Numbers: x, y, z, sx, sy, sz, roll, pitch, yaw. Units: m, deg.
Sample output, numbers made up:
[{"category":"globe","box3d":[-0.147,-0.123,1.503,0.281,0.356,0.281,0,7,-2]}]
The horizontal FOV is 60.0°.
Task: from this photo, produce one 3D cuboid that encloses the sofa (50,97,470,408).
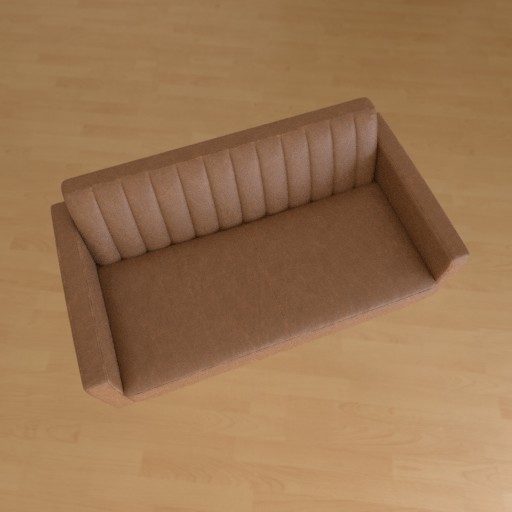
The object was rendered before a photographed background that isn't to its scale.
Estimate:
[{"category":"sofa","box3d":[0.000,0.000,2.336,1.847,0.821,0.993,-18,65,-9]}]
